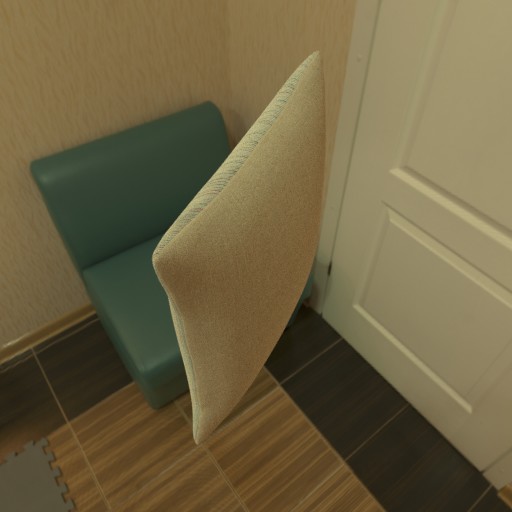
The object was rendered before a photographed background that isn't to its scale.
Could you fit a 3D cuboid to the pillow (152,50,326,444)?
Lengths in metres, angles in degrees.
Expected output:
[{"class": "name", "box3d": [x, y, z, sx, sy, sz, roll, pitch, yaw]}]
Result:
[{"class": "pillow", "box3d": [0.000, 0.000, 0.766, 0.178, 0.506, 0.512, 18, 51, 16]}]
